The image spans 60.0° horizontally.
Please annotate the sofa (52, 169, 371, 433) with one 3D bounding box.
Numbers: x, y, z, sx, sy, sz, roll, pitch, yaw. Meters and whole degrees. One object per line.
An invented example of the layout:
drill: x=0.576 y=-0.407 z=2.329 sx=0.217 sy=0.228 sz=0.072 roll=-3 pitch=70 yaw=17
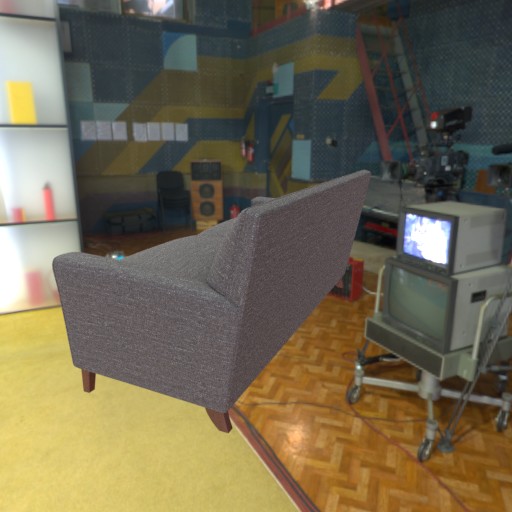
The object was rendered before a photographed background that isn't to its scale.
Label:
sofa: x=0.000 y=0.000 z=2.452 sx=0.875 sy=0.846 sz=1.976 roll=7 pitch=16 yaw=23
